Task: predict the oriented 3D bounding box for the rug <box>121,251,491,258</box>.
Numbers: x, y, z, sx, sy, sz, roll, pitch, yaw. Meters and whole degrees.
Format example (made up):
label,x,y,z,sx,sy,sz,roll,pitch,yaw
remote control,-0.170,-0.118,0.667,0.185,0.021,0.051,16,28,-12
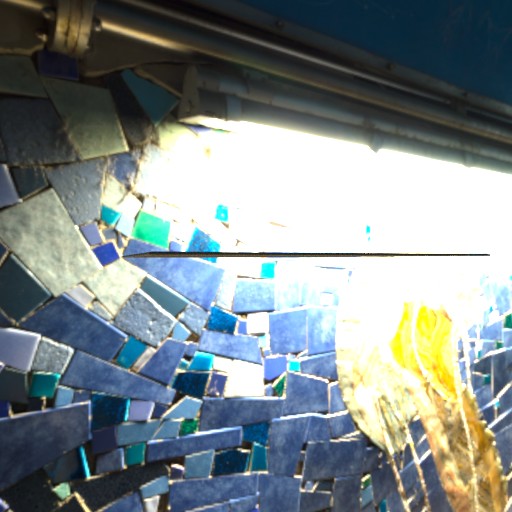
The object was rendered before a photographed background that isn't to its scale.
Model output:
label,x,y,z,sx,sy,sz,roll,pitch,yaw
rug,0.000,0.000,2.870,1.578,0.014,2.206,0,0,-19
